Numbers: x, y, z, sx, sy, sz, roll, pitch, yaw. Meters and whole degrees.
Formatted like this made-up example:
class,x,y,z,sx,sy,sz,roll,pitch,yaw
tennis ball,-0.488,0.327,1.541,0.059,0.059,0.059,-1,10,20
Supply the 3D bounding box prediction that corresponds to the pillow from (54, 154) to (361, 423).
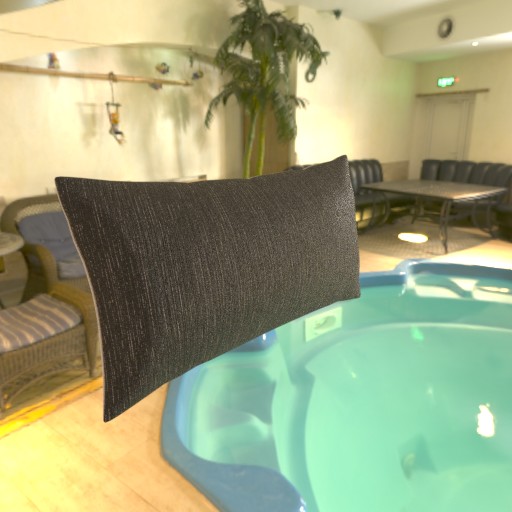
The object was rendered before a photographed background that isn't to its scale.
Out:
class,x,y,z,sx,sy,sz,roll,pitch,yaw
pillow,0.000,0.000,0.743,0.156,0.305,0.608,15,22,42
